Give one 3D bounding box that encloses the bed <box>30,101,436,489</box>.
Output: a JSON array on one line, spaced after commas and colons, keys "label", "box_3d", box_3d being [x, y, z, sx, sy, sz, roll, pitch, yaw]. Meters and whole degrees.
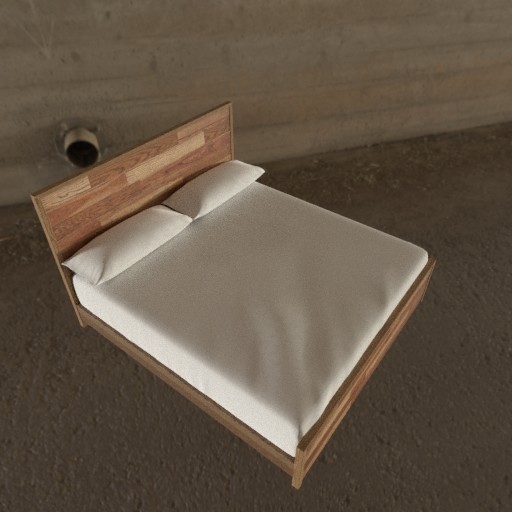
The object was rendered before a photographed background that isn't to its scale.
[{"label": "bed", "box_3d": [0.000, 0.000, 3.423, 2.184, 1.295, 2.013, 26, 47, 27]}]
